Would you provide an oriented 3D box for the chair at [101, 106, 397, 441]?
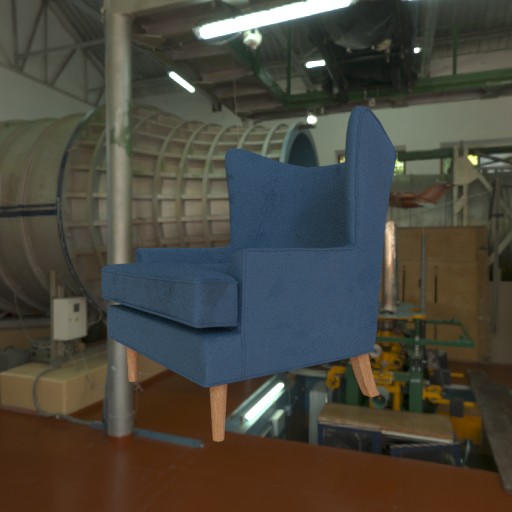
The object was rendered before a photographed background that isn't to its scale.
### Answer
[{"bbox_3d":[0.000,0.000,1.621,0.910,0.952,0.793,-1,1,-36],"label":"chair"}]
